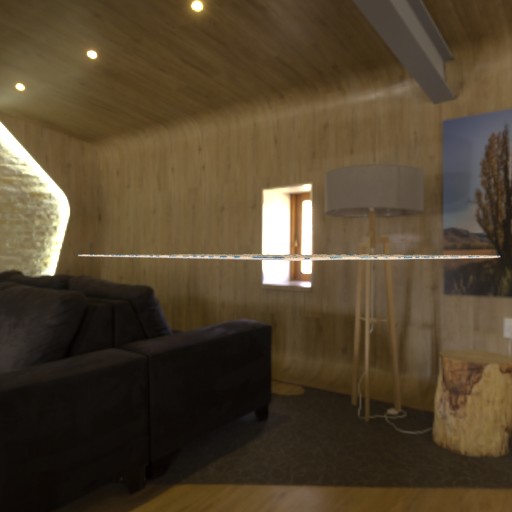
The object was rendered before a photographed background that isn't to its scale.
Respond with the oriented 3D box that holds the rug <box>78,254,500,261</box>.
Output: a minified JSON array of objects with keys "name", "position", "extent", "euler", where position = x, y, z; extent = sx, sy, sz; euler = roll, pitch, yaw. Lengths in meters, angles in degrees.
[{"name":"rug","position":[0.000,0.000,2.213],"extent":[1.209,0.011,1.830],"euler":[0,1,-37]}]
